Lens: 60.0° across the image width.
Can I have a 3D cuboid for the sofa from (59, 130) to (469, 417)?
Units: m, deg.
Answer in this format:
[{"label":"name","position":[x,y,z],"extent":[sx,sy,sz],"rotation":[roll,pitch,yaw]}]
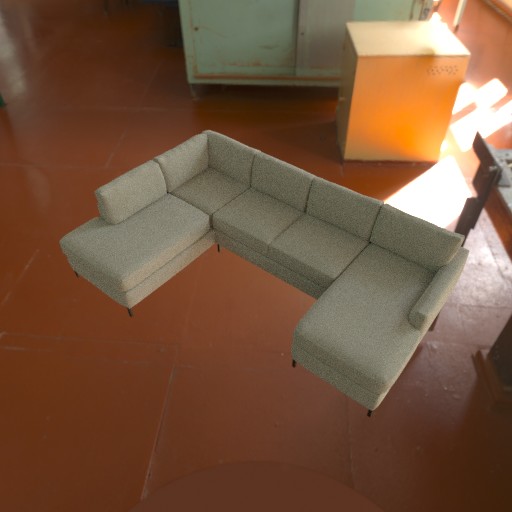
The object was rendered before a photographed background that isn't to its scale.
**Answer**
[{"label":"sofa","position":[0.000,0.000,3.863],"extent":[2.984,0.862,1.989],"rotation":[29,50,27]}]
